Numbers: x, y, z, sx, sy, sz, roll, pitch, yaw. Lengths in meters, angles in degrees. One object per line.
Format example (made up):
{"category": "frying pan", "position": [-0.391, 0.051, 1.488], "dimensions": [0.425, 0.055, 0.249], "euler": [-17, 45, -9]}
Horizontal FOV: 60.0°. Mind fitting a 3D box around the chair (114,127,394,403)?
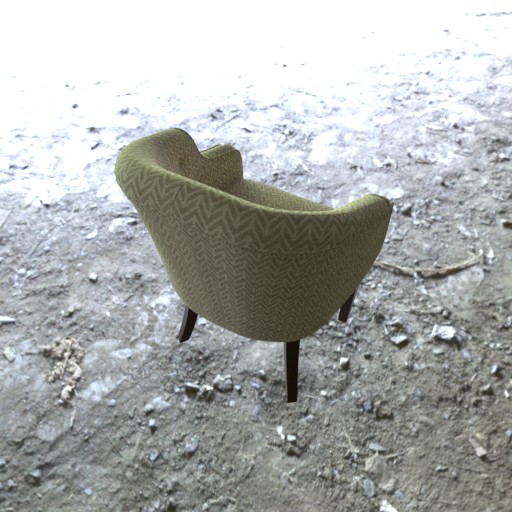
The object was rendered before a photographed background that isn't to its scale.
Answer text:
{"category": "chair", "position": [0.000, 0.000, 1.344], "dimensions": [0.686, 0.858, 0.613], "euler": [23, 50, 21]}
